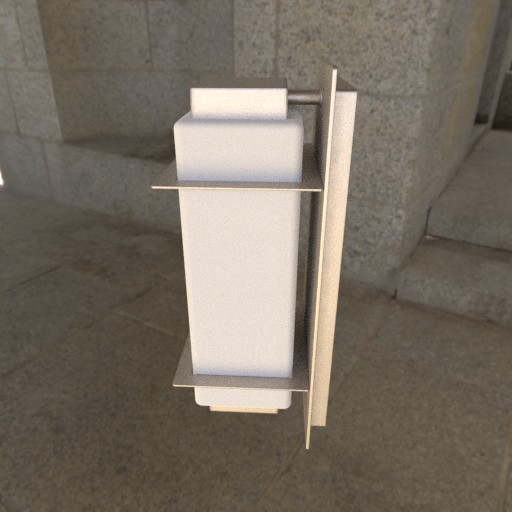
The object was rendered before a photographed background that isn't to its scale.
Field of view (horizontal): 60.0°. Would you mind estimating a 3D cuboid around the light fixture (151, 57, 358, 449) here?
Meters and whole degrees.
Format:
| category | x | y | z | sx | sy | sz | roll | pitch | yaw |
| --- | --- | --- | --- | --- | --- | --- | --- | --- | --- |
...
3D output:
| category | x | y | z | sx | sy | sz | roll | pitch | yaw |
| --- | --- | --- | --- | --- | --- | --- | --- | --- | --- |
| light fixture | 0.000 | 0.000 | 0.471 | 0.160 | 0.380 | 0.168 | 1 | 26 | 3 |
